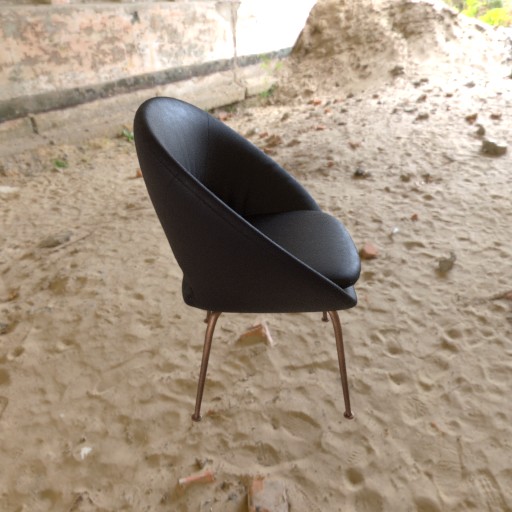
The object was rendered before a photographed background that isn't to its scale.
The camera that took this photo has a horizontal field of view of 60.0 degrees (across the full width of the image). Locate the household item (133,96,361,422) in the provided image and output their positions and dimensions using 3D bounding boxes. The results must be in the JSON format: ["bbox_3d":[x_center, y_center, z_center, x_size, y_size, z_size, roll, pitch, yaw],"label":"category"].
[{"bbox_3d":[0.000,0.000,1.272,0.573,0.852,0.623,-1,31,-1],"label":"household item"}]
